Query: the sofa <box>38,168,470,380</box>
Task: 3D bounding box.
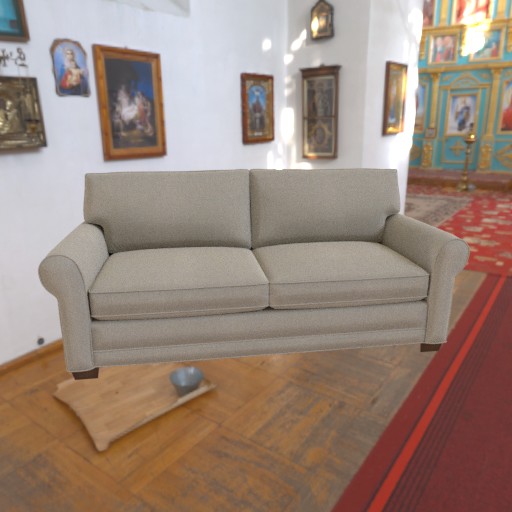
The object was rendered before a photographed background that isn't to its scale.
[{"bbox_3d":[0.000,0.000,2.604,2.146,0.962,0.901,-2,16,-9],"label":"sofa"}]
